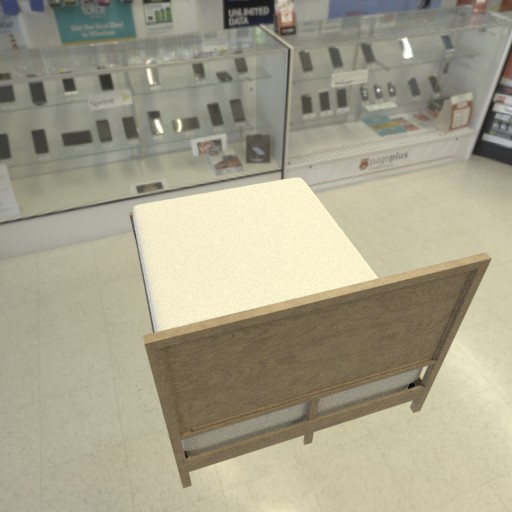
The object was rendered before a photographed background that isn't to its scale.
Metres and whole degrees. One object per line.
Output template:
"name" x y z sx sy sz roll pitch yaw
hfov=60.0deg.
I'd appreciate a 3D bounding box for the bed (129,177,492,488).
"bed" 0.000 0.000 3.117 1.606 1.369 2.189 -12 43 -13
